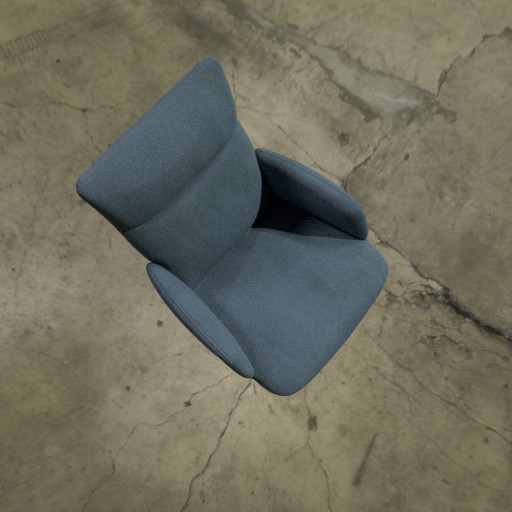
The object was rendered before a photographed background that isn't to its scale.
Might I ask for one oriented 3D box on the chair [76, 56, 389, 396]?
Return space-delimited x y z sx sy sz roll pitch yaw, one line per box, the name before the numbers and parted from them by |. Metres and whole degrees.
chair | 0.000 0.000 1.604 0.889 1.016 0.711 39 78 10
